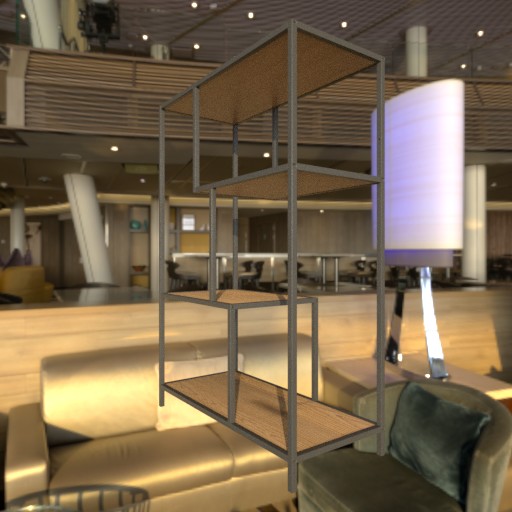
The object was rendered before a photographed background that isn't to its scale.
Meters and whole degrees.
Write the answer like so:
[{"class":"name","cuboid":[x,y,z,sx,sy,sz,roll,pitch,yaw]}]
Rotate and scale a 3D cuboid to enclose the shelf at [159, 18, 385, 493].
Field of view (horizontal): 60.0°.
[{"class":"shelf","cuboid":[0.000,0.000,1.475,0.350,1.138,0.770,0,0,-36]}]
